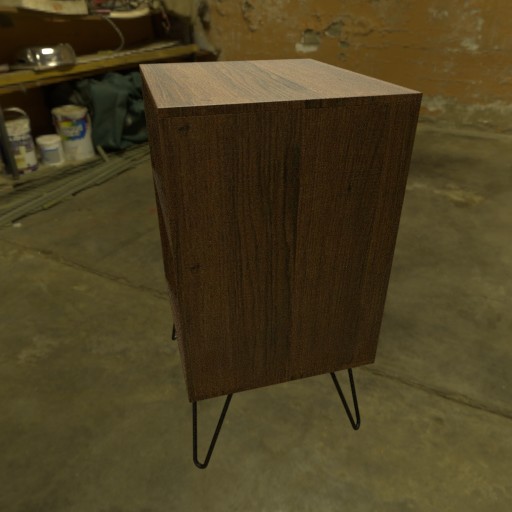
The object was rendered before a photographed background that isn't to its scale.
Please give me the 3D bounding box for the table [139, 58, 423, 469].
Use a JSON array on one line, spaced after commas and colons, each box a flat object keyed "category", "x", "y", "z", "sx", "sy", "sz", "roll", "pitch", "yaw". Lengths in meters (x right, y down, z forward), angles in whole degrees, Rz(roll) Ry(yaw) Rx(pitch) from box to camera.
[{"category": "table", "x": 0.000, "y": 0.000, "z": 1.140, "sx": 0.457, "sy": 0.866, "sz": 0.526, "roll": -8, "pitch": 31, "yaw": -14}]
